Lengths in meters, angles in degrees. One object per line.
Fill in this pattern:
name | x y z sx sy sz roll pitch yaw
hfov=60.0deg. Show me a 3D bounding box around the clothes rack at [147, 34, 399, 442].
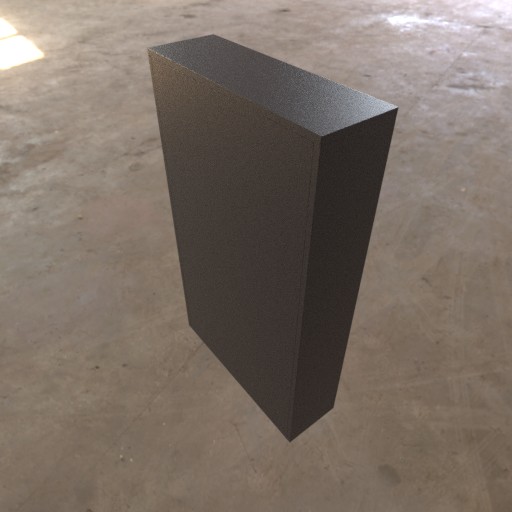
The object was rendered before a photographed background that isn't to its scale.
clothes rack | 0.000 0.000 1.589 0.250 1.280 0.750 -27 48 -28
